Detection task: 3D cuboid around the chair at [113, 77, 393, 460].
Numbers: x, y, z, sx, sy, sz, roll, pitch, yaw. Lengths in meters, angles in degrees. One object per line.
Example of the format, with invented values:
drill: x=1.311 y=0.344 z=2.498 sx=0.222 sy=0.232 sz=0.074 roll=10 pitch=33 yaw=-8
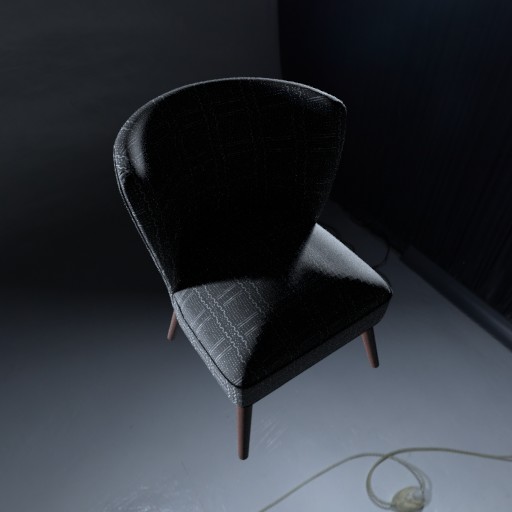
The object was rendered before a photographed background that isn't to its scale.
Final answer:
chair: x=0.000 y=0.000 z=1.428 sx=0.710 sy=0.866 sz=0.758 roll=-26 pitch=51 yaw=-23
